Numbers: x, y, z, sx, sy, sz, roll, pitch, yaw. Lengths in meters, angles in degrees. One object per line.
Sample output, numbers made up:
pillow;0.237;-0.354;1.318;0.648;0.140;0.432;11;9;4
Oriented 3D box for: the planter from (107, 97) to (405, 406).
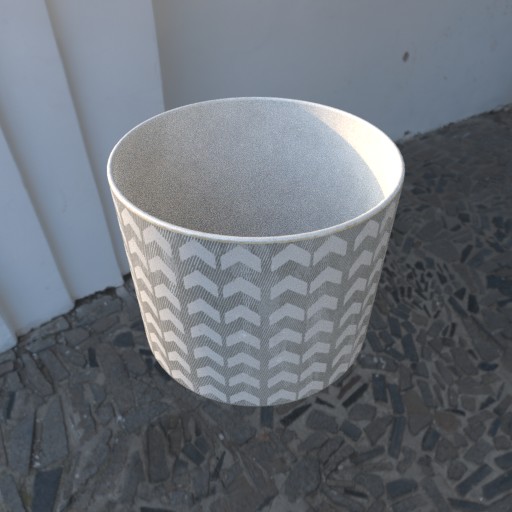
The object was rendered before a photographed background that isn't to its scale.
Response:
planter;0.000;0.000;0.349;0.190;0.181;0.190;0;40;0
